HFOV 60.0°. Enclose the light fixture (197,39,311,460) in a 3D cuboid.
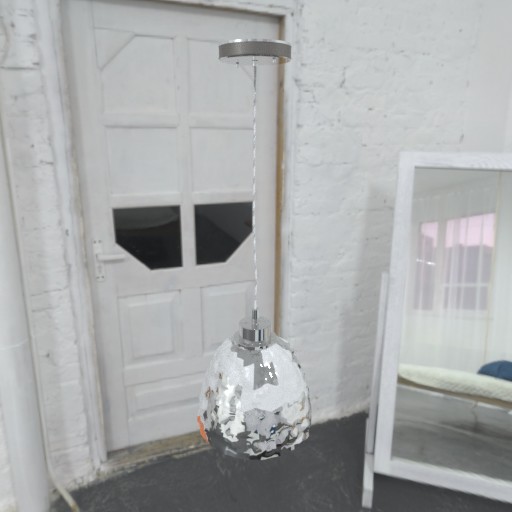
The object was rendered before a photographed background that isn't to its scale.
[{"bbox_3d":[0.000,0.000,1.741,0.496,1.511,0.500,16,23,42],"label":"light fixture"}]
